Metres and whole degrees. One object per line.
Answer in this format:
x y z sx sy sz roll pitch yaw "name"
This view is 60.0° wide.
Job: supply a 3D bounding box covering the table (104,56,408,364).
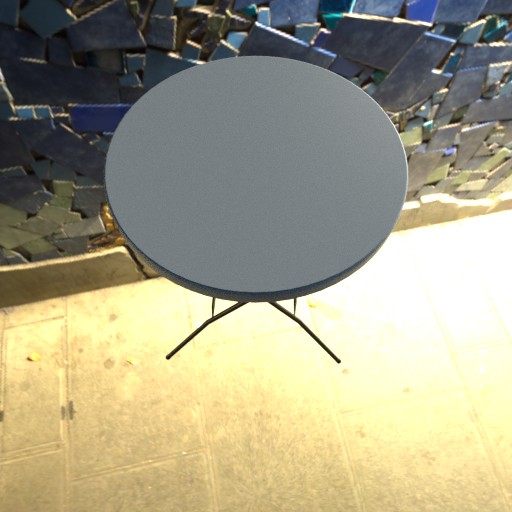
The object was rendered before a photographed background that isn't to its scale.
0.000 0.000 1.645 0.795 1.105 0.792 3 62 1 "table"
